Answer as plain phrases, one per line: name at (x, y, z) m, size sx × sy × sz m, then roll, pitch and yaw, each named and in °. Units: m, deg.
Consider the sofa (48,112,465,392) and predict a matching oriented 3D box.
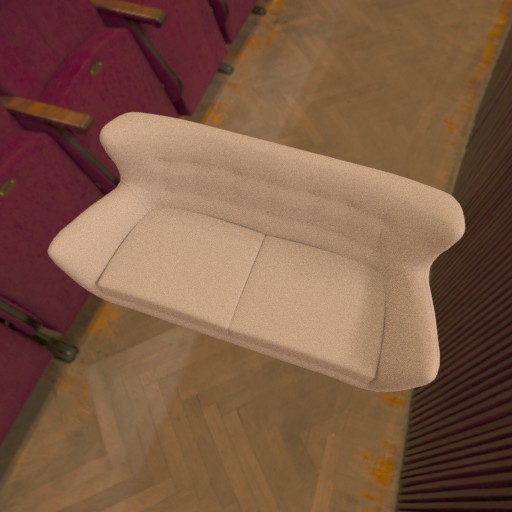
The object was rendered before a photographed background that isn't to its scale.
sofa at (0.000, 0.000, 2.382) m, size 1.930 × 0.890 × 0.899 m, roll 17°, pitch 62°, yaw 9°
